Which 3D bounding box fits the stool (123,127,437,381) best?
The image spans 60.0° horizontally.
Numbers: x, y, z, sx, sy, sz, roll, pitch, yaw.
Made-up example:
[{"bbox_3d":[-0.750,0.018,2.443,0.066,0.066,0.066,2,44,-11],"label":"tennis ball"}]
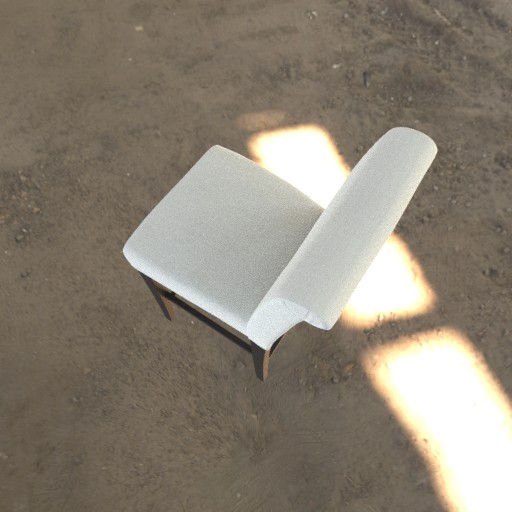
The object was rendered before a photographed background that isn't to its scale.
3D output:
[{"bbox_3d":[0.000,0.000,1.297,0.597,0.976,0.452,31,69,13],"label":"stool"}]
